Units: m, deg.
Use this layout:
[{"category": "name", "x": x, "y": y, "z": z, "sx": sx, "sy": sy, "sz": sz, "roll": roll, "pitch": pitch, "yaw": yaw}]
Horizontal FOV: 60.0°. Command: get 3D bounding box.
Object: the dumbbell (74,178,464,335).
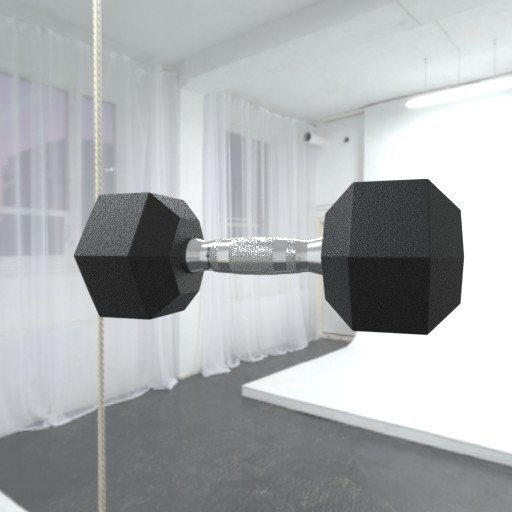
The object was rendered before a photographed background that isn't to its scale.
[{"category": "dumbbell", "x": 0.000, "y": 0.000, "z": 0.428, "sx": 0.356, "sy": 0.123, "sz": 0.141, "roll": 0, "pitch": 1, "yaw": 18}]
